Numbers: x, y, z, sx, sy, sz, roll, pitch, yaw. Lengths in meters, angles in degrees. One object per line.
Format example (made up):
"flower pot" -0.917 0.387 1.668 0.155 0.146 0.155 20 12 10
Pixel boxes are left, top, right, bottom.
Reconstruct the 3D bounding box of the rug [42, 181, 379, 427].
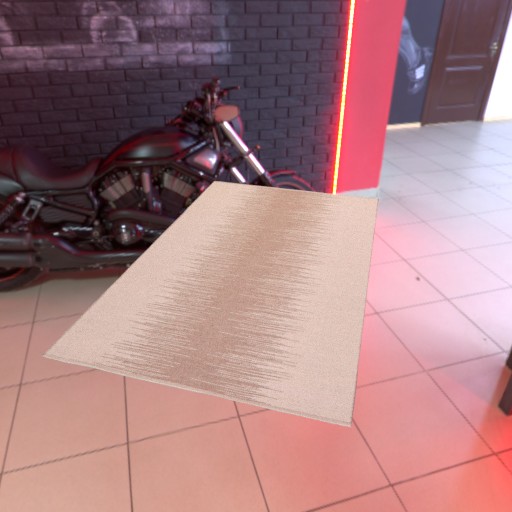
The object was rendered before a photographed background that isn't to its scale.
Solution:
"rug" 0.000 0.000 3.023 1.522 0.012 2.440 8 32 14
